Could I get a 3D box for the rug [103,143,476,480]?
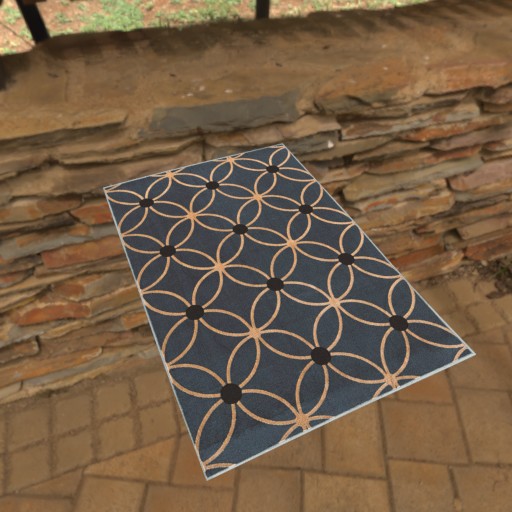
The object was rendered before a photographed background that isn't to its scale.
[{"bbox_3d":[0.000,0.000,2.847,1.522,0.008,2.284,-18,48,-17],"label":"rug"}]
